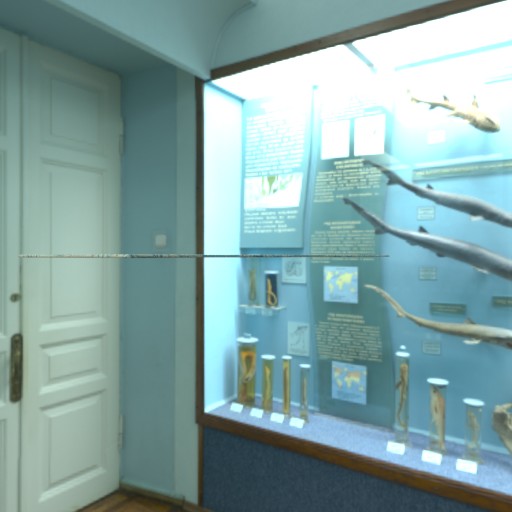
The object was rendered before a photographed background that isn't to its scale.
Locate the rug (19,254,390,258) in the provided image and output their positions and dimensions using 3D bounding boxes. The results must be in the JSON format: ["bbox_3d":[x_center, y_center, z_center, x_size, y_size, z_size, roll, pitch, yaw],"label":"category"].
[{"bbox_3d":[0.000,0.000,2.688,0.775,0.012,2.452,0,0,37],"label":"rug"}]
